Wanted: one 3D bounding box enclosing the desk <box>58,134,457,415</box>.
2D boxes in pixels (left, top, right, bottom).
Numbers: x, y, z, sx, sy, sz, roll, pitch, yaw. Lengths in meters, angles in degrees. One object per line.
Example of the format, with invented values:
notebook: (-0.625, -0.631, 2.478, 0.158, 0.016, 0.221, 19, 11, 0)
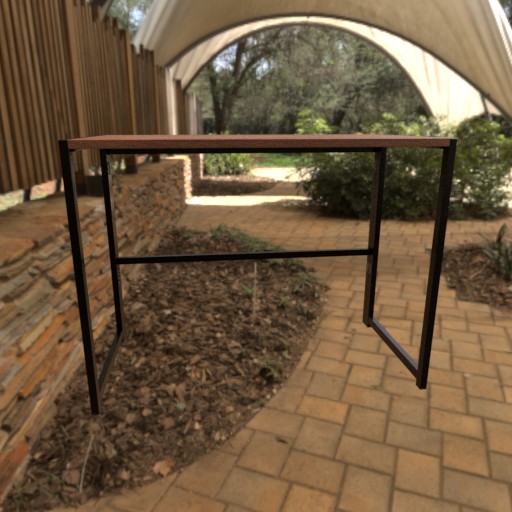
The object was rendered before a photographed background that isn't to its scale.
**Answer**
desk: (0.000, 0.000, 1.460, 1.016, 0.762, 0.508, -2, 17, -7)
